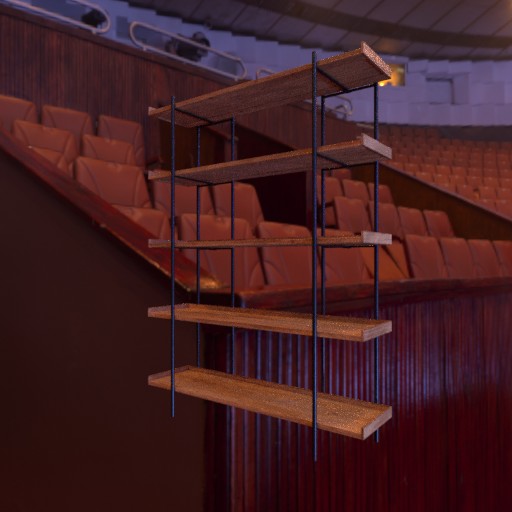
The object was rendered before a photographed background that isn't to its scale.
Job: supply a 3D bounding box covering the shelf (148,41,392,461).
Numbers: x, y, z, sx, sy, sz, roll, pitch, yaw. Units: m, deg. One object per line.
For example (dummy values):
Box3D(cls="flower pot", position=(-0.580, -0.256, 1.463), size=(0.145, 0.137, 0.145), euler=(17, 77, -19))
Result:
Box3D(cls="shelf", position=(0.000, 0.000, 2.401), size=(1.371, 1.826, 0.379), euler=(0, 0, 37))
